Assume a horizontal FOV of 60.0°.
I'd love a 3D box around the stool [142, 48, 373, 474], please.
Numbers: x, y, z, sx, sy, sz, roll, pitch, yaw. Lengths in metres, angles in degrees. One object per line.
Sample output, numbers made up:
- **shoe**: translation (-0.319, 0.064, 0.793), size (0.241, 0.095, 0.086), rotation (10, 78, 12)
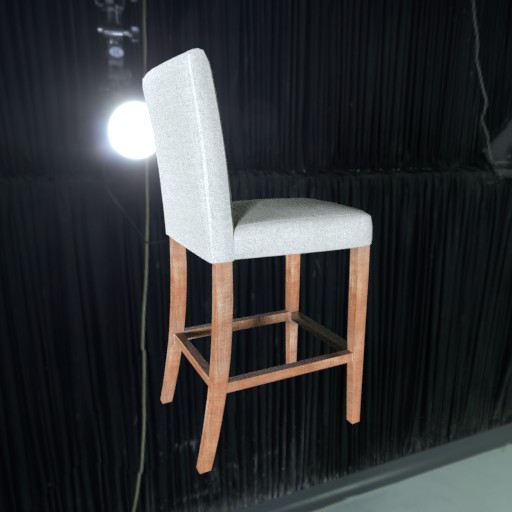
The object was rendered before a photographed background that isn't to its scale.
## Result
- **stool**: translation (0.000, 0.000, 1.383), size (0.570, 1.088, 0.439), rotation (-7, 16, -26)
